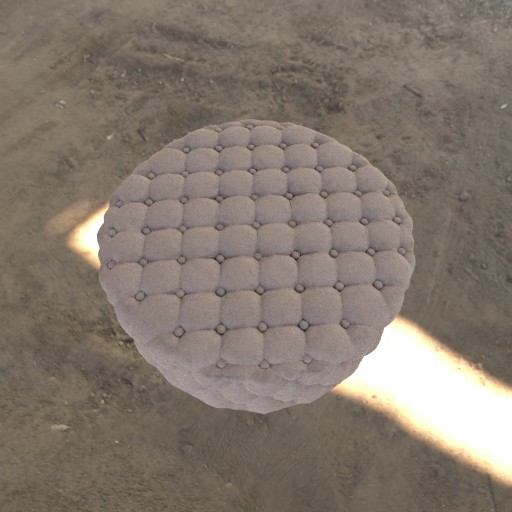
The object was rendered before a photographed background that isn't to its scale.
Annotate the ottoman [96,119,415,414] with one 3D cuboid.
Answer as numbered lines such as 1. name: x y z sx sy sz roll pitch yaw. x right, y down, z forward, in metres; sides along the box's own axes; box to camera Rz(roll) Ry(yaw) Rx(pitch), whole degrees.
1. ottoman: 0.000 0.000 1.531 0.998 0.399 0.998 0 59 0
